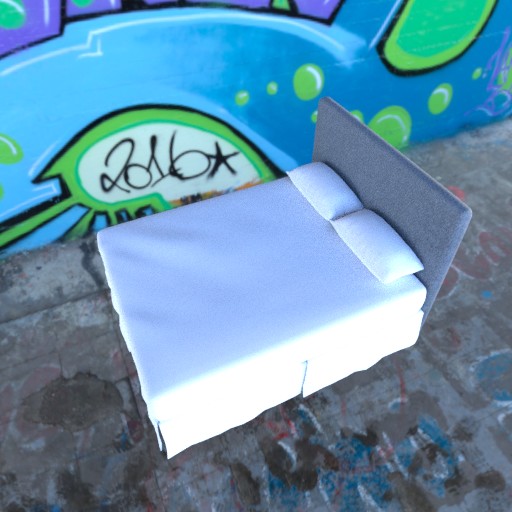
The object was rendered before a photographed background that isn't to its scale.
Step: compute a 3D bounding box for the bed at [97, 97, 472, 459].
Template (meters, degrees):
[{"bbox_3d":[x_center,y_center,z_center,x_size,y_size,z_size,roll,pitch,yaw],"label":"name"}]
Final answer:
[{"bbox_3d":[0.000,0.000,3.256,2.142,1.330,1.723,-18,48,-17],"label":"bed"}]
